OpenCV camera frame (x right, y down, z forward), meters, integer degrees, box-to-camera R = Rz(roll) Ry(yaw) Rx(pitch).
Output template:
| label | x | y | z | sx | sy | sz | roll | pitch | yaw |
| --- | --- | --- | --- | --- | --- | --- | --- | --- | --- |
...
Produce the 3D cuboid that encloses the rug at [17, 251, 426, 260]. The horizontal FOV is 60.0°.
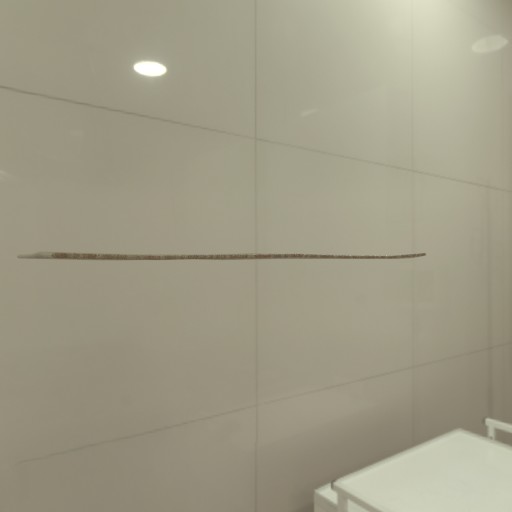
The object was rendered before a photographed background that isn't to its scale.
| label | x | y | z | sx | sy | sz | roll | pitch | yaw |
| --- | --- | --- | --- | --- | --- | --- | --- | --- | --- |
| rug | 0.000 | 0.000 | 2.672 | 2.452 | 0.051 | 0.752 | 0 | -1 | -37 |
